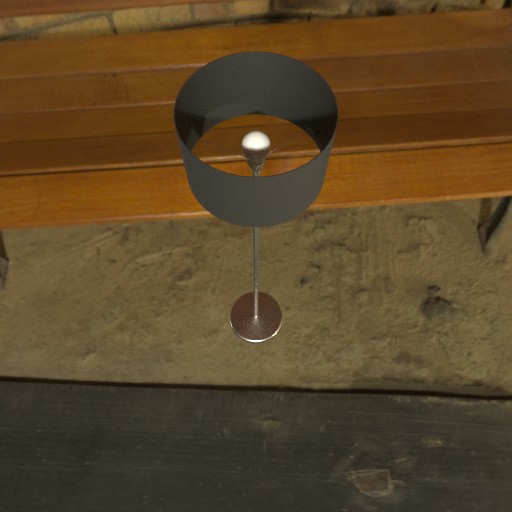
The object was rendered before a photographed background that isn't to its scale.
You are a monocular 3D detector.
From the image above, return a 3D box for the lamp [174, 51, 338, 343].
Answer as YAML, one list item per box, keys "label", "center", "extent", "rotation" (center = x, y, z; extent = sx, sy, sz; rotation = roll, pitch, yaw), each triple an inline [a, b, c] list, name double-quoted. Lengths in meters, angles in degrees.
- label: "lamp"
  center: [0.000, 0.000, 1.587]
  extent: [0.348, 1.443, 0.348]
  rotation: [-33, 69, -14]
